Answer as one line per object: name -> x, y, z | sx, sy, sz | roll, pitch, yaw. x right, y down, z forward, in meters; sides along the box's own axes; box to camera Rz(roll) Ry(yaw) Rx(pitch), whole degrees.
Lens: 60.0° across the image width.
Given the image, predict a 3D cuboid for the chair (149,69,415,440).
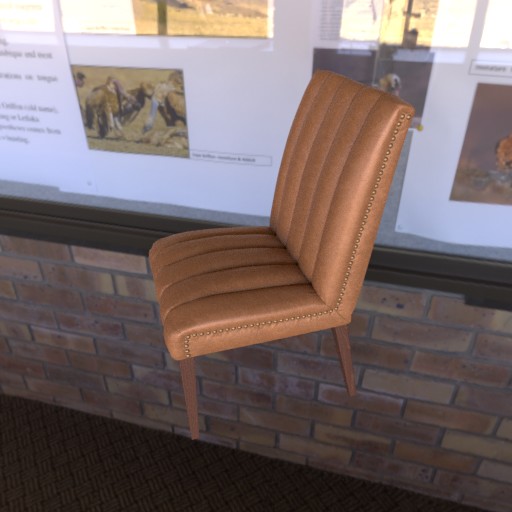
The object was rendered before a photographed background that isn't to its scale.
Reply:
chair -> 0.000, 0.000, 1.405 | 0.647, 1.016, 0.511 | -9, 33, -15
